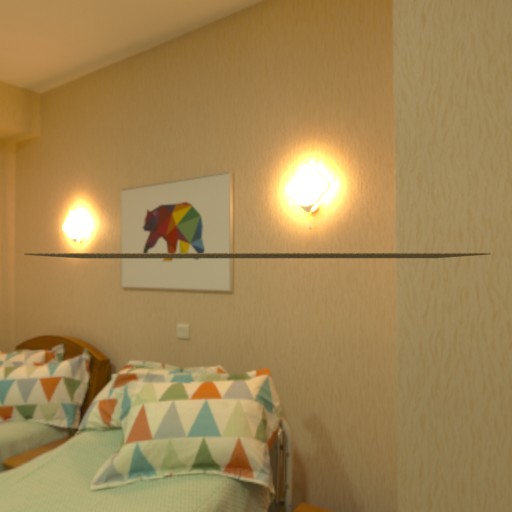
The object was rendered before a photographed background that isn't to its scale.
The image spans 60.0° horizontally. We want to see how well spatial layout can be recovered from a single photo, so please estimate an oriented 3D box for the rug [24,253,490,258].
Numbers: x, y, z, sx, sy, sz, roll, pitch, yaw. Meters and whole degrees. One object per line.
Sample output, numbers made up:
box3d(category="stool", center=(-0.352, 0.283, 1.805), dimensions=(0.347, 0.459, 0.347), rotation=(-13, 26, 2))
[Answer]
box3d(category="rug", center=(0.000, 0.000, 2.490), dimensions=(2.277, 0.008, 0.676), rotation=(0, -2, 1))
